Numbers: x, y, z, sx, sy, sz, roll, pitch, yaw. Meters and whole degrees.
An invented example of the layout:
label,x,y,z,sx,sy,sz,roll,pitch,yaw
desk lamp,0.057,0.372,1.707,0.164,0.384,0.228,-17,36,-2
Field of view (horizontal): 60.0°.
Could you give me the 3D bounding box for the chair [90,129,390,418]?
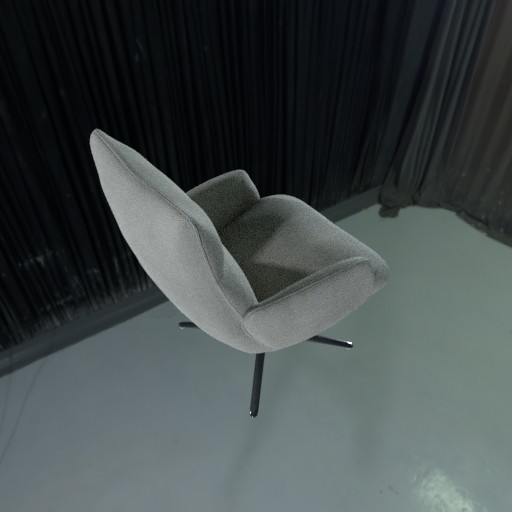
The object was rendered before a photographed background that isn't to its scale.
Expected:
label,x,y,z,sx,sy,sz,roll,pitch,yaw
chair,0.000,0.000,1.605,0.889,1.016,0.711,-27,49,-27
